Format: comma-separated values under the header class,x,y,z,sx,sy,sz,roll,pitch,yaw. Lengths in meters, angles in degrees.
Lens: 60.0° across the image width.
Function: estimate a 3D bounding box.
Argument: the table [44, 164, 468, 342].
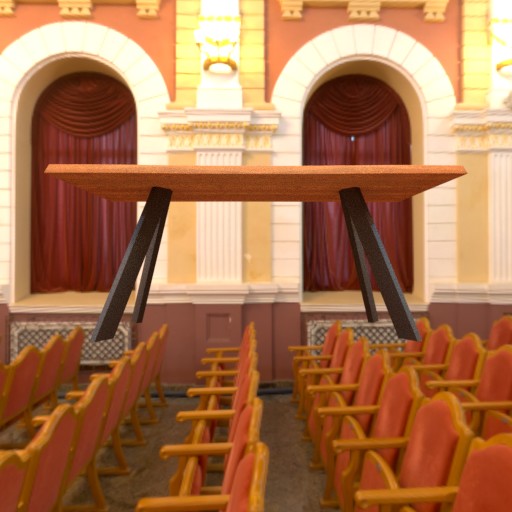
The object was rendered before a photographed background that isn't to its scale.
class,x,y,z,sx,sy,sz,roll,pitch,yaw
table,0.000,0.000,2.325,1.800,0.770,0.900,0,-1,-1
